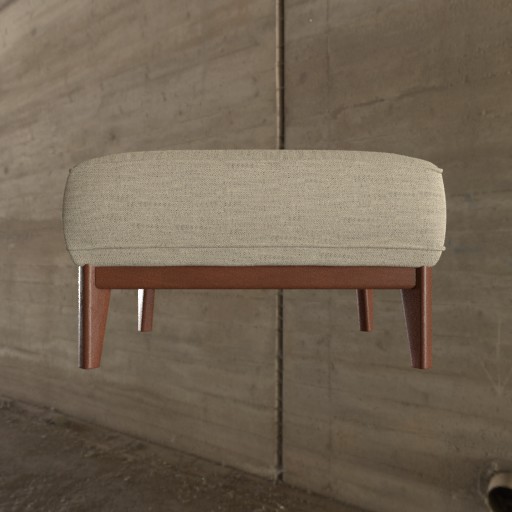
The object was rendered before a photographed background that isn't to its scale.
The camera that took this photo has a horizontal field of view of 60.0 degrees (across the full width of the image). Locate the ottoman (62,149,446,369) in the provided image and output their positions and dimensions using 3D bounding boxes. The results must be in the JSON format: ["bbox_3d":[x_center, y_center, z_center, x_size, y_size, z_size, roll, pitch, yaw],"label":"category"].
[{"bbox_3d":[0.000,0.000,1.151,0.794,0.465,0.594,0,0,0],"label":"ottoman"}]
